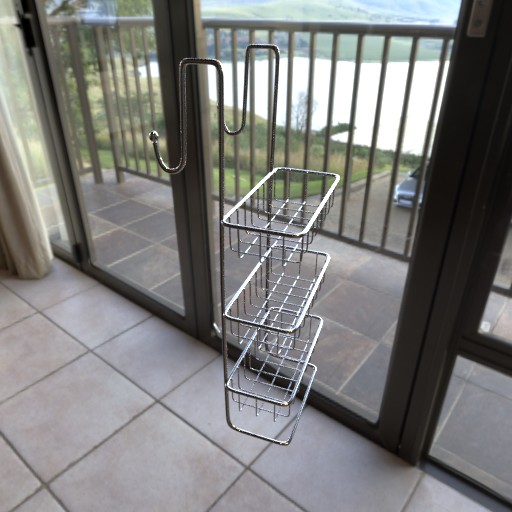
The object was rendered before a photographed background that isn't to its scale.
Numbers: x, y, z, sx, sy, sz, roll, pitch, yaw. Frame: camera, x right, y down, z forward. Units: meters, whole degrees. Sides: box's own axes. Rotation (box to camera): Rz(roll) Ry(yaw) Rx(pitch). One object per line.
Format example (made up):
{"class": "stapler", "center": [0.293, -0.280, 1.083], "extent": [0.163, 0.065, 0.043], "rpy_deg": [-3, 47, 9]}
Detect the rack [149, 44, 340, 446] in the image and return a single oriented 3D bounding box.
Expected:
{"class": "rack", "center": [0.000, 0.000, 0.682], "extent": [0.202, 0.574, 0.228], "rpy_deg": [11, 31, 18]}
